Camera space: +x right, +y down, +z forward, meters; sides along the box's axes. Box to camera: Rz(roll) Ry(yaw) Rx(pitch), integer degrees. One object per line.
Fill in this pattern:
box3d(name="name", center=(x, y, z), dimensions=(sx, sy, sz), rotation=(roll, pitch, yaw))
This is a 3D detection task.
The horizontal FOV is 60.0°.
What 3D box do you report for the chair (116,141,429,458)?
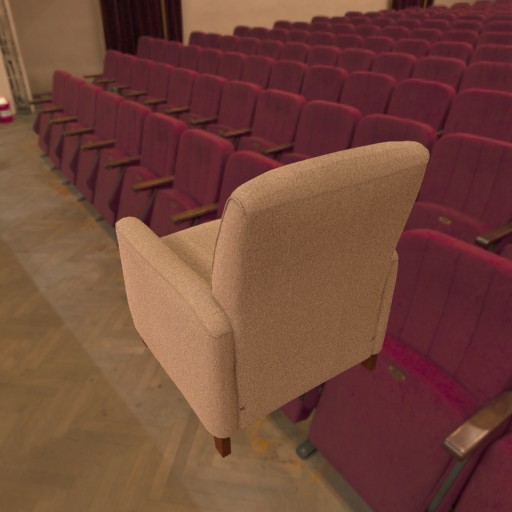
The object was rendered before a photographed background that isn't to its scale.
box3d(name="chair", center=(0.000, 0.000, 1.677), dimensions=(0.848, 1.014, 0.864), rotation=(-19, 35, -29))
